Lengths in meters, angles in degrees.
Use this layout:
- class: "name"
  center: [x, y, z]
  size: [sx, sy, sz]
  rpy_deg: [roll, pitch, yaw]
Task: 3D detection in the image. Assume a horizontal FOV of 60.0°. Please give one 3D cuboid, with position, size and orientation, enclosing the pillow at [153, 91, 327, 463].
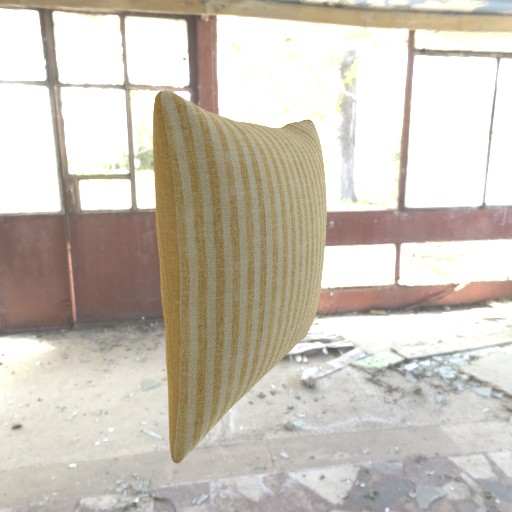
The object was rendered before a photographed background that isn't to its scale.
- class: "pillow"
  center: [0.000, 0.000, 0.642]
  size: [0.173, 0.407, 0.419]
  rpy_deg: [6, 14, 26]
